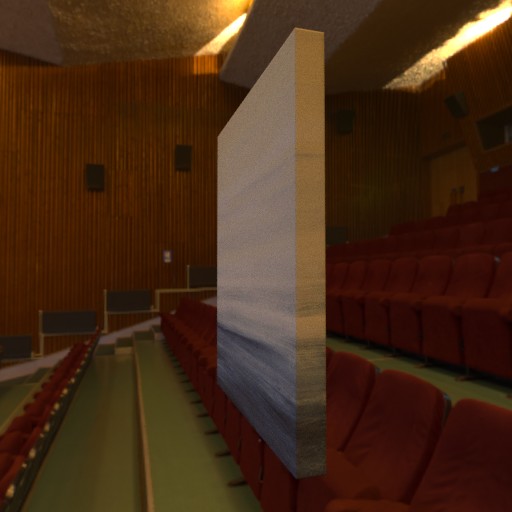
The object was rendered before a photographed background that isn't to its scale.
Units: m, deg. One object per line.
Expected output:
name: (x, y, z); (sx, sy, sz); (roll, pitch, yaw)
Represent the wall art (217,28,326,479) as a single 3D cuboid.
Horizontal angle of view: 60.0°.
wall art: (0.000, 0.000, 0.714); (0.037, 0.511, 0.435); (1, -2, -17)
